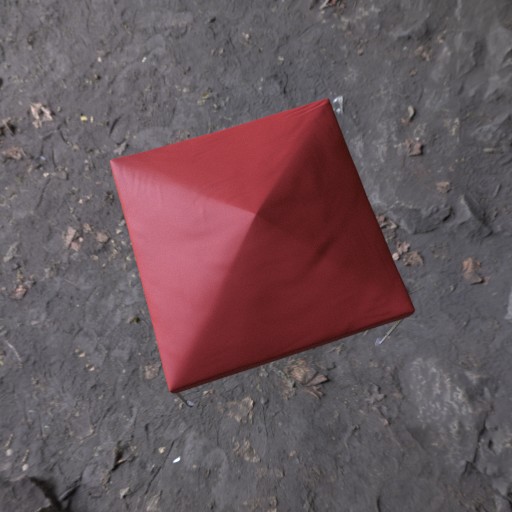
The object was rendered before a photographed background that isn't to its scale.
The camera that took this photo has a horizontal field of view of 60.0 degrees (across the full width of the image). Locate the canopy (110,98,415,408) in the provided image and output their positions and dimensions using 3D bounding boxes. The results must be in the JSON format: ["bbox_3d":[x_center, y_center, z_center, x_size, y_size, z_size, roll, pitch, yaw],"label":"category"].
[{"bbox_3d":[0.000,0.000,5.149,2.849,2.849,2.848,-17,76,-4],"label":"canopy"}]
